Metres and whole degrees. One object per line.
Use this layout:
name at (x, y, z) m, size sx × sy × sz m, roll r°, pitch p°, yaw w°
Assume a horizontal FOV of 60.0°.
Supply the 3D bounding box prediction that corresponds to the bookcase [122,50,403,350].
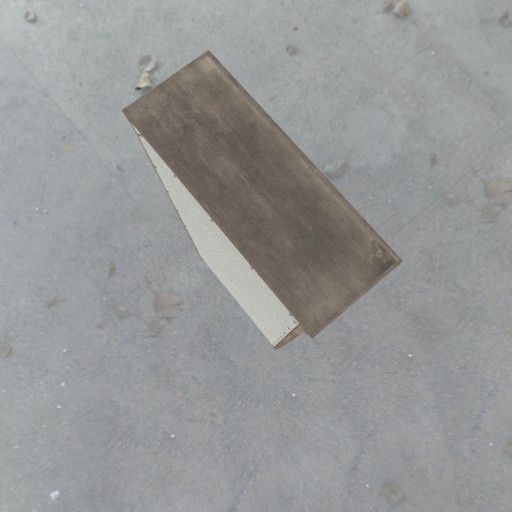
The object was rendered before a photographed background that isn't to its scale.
bookcase at (0.000, 0.000, 2.225) m, size 0.348 × 1.880 × 0.906 m, roll -38°, pitch 79°, yaw -9°
